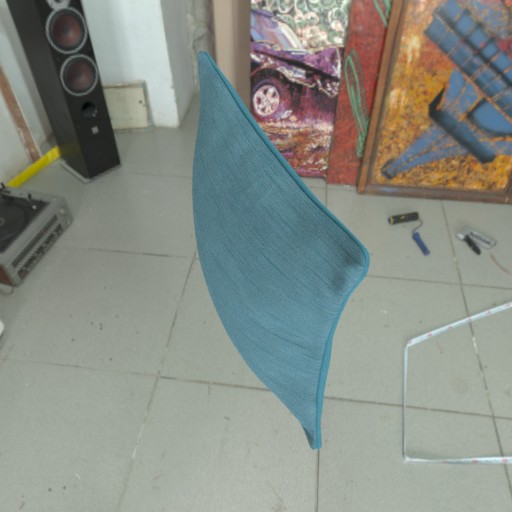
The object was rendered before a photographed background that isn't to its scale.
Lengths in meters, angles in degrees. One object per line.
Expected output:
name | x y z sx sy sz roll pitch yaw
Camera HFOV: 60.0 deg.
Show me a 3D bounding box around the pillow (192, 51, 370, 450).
pillow | 0.000 0.000 0.628 0.151 0.415 0.433 -17 49 -15
